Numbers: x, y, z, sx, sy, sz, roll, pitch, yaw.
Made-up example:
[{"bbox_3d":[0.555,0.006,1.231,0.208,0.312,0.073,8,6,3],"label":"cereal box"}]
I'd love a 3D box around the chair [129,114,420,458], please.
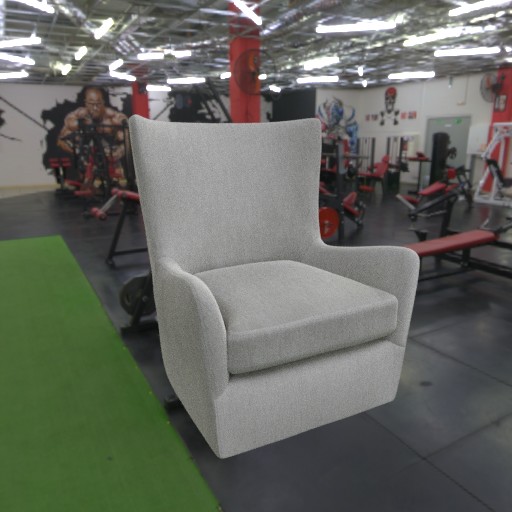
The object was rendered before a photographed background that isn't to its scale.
[{"bbox_3d":[0.000,0.000,1.644,0.779,1.000,0.904,-8,17,-26],"label":"chair"}]
